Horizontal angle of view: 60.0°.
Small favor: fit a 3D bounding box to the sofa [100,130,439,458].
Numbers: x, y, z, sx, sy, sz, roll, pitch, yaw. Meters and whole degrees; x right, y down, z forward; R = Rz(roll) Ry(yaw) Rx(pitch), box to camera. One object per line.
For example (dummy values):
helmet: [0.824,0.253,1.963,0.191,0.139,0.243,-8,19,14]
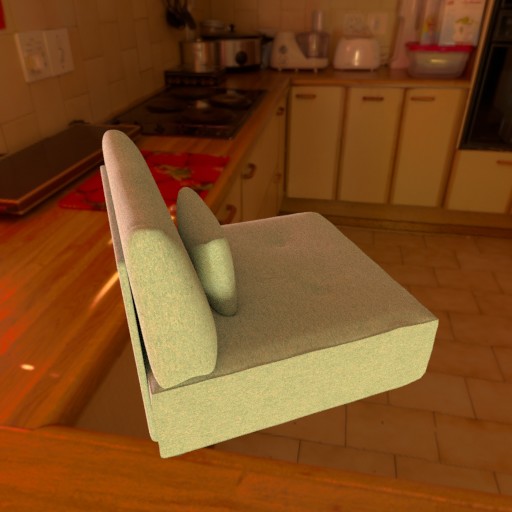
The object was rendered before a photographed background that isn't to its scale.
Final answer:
sofa: [0.000,0.000,1.689,1.000,0.820,0.930,-10,33,-17]
